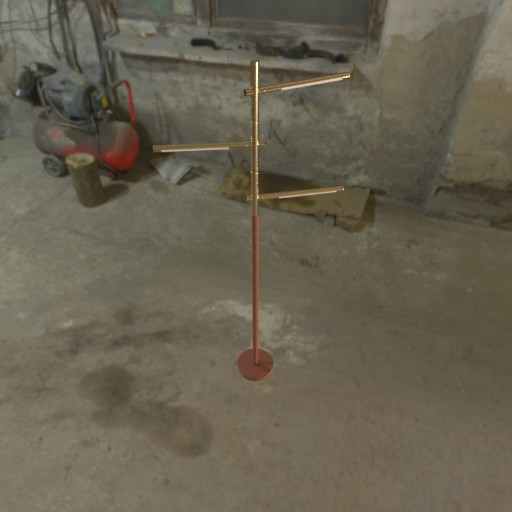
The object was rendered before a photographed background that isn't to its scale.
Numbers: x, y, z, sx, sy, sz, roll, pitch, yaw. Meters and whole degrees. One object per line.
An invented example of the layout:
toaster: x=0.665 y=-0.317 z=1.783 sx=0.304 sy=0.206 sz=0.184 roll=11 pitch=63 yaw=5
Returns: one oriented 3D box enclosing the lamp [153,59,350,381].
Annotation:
lamp: x=0.000 y=0.000 z=2.012 sx=0.737 sy=1.704 sz=0.209 roll=-13 pitch=43 yaw=-14
